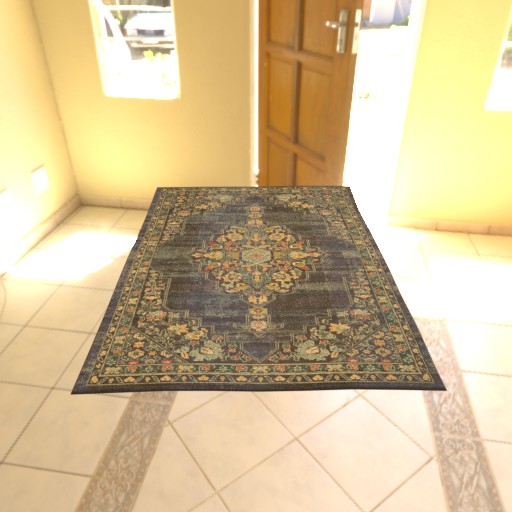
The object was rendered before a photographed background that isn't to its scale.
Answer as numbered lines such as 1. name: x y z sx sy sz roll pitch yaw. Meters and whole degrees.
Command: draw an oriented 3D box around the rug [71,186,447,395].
1. rug: 0.000 0.000 4.695 2.716 0.035 3.612 0 33 -1
